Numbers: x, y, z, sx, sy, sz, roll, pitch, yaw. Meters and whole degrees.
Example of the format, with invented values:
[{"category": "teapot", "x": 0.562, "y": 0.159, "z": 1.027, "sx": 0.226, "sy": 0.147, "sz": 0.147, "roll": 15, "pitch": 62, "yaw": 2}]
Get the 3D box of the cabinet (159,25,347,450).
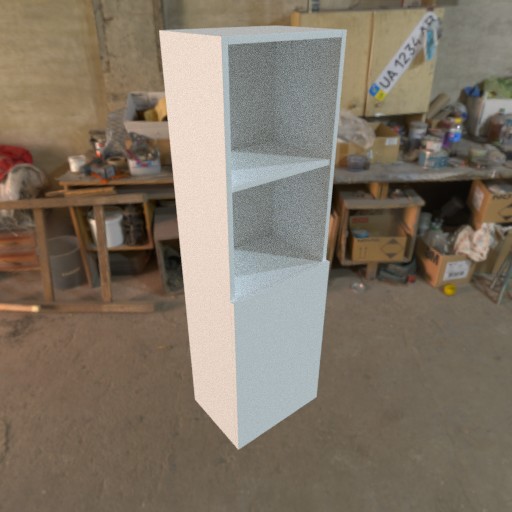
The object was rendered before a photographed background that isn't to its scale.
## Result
[{"category": "cabinet", "x": 0.000, "y": 0.000, "z": 1.485, "sx": 0.400, "sy": 1.350, "sz": 0.300, "roll": -22, "pitch": 36, "yaw": -33}]
